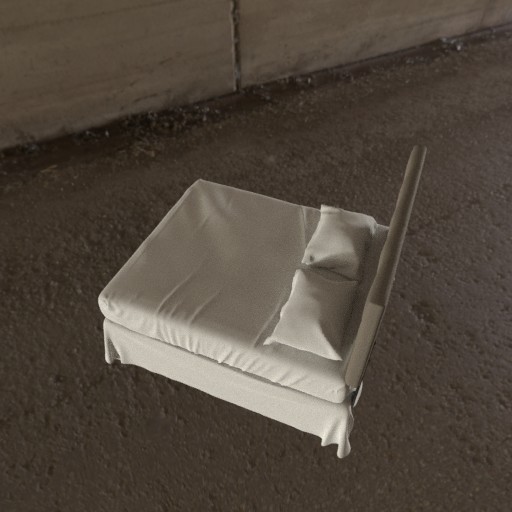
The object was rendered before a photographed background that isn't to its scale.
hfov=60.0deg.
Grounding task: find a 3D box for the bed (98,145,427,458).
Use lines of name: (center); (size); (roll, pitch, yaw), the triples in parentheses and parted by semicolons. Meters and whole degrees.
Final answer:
bed: (0.000, 0.000, 3.549); (2.222, 1.577, 1.936); (16, 48, 15)
